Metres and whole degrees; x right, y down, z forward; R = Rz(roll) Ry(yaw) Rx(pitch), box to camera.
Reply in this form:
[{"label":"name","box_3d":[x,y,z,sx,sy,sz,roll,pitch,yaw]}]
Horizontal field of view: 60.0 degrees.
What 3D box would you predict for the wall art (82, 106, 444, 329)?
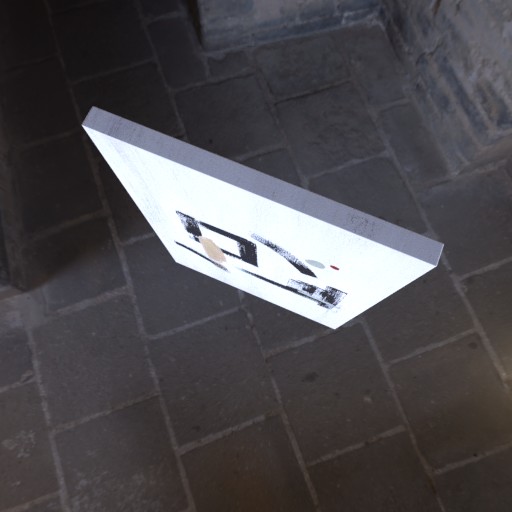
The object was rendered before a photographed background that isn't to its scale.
[{"label":"wall art","box_3d":[0.000,0.000,1.161,0.624,0.914,0.043,23,76,6]}]
